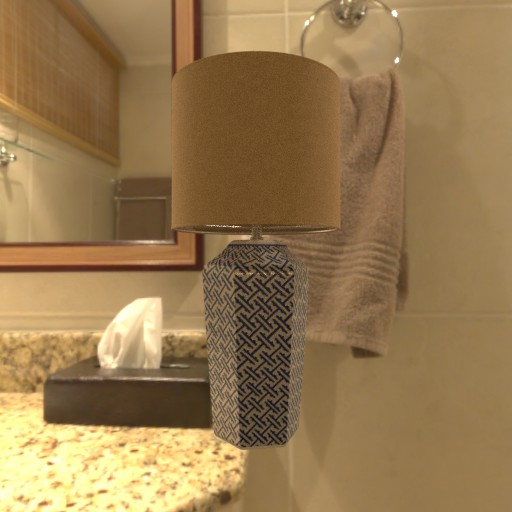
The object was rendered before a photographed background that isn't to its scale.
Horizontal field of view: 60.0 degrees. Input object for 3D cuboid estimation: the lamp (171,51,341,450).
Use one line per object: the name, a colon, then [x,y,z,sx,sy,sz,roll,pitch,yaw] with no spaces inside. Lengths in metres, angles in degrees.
lamp: [0.000,0.000,0.852,0.320,0.682,0.320,0,0,-34]
